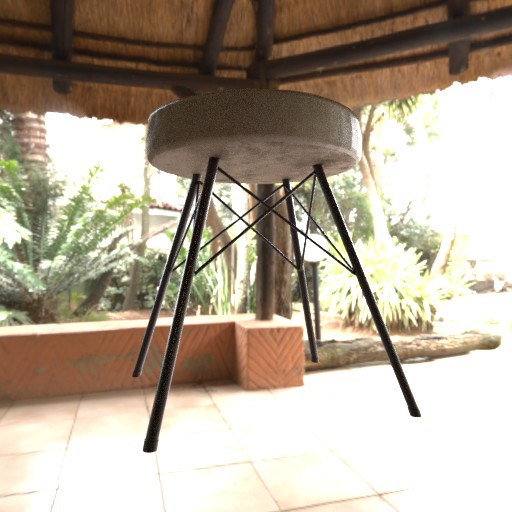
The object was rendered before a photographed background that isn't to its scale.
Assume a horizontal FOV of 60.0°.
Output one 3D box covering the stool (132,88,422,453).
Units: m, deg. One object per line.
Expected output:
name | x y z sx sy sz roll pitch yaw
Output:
stool | 0.000 0.000 0.872 0.457 0.538 0.423 0 0 -18
